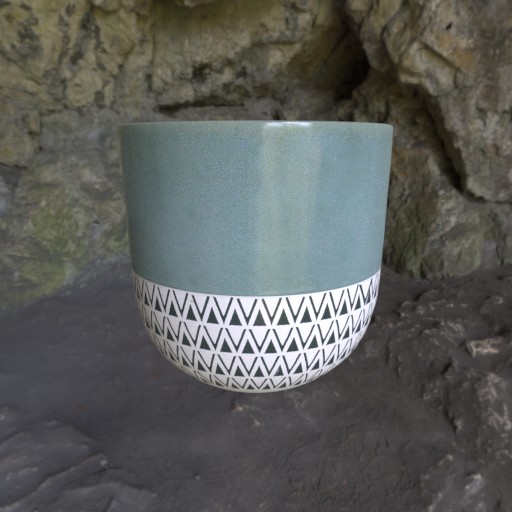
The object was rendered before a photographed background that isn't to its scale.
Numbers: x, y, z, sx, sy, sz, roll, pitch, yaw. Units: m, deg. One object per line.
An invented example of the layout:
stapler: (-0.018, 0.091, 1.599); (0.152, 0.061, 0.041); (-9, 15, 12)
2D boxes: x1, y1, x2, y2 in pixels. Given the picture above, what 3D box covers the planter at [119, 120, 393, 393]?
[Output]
planter: (0.000, 0.000, 0.481); (0.266, 0.270, 0.266); (0, 14, 0)
